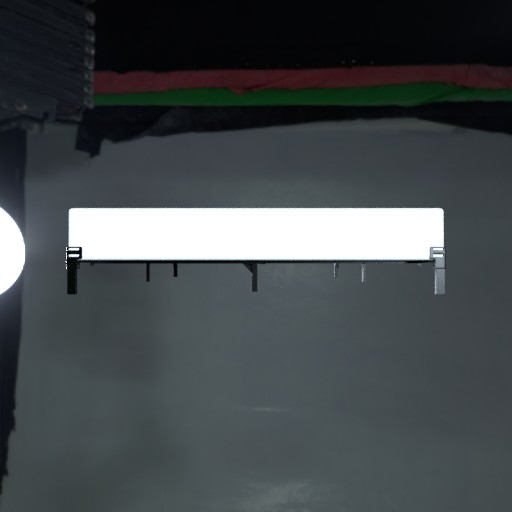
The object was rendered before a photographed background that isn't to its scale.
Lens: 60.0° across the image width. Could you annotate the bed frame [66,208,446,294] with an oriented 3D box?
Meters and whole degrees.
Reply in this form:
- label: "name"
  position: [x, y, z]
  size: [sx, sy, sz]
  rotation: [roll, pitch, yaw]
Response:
- label: "bed frame"
  position: [0.000, 0.000, 3.739]
  size: [1.930, 0.440, 2.987]
  rotation: [0, -1, 0]
